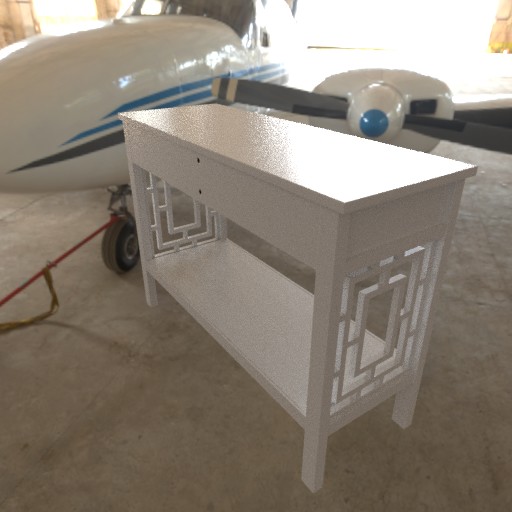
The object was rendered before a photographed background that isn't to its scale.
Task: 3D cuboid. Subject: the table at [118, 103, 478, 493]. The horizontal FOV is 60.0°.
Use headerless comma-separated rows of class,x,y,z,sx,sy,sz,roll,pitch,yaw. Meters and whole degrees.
table,0.000,0.000,1.380,0.397,0.753,1.068,-18,32,-31
